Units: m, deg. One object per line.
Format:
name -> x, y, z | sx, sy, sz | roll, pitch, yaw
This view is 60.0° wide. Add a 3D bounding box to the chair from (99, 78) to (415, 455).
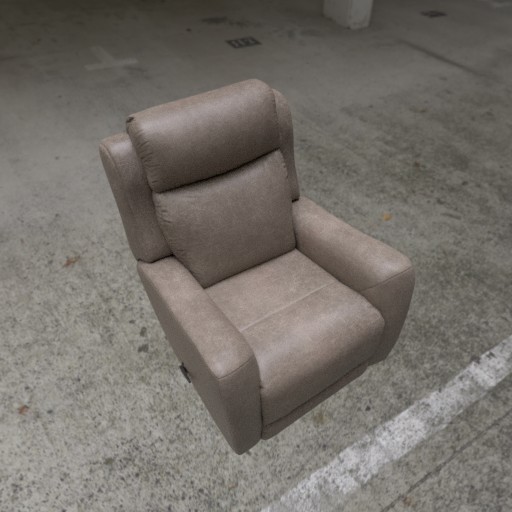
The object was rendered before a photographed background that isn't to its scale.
chair -> 0.000, 0.000, 1.937 | 0.967, 1.116, 1.068 | -25, 50, -23
